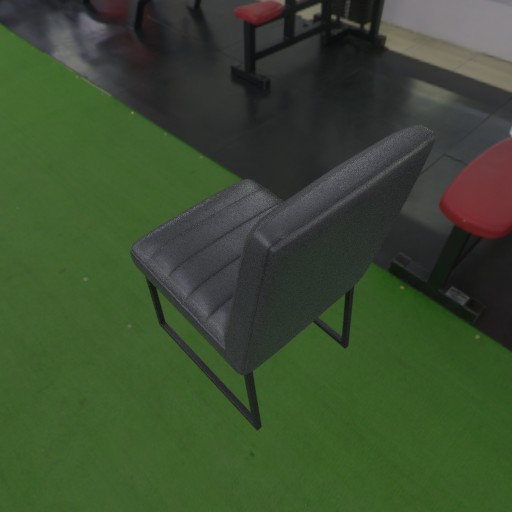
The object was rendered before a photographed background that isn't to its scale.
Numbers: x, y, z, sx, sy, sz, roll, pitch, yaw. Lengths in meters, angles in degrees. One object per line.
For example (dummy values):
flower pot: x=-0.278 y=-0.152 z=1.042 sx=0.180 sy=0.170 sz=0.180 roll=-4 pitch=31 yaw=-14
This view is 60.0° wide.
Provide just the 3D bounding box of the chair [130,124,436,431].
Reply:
chair: x=0.000 y=0.000 z=1.320 sx=0.520 sy=0.930 sz=0.634 roll=-35 pitch=57 yaw=-27
